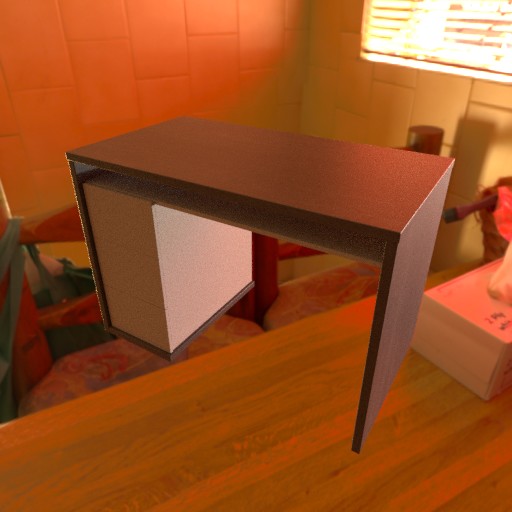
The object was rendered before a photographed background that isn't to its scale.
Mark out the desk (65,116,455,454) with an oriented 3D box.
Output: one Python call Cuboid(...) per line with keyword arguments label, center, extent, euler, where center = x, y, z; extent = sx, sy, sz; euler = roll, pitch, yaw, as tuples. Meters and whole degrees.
Cuboid(label="desk", center=(0.000, 0.000, 1.610), extent=(1.100, 0.750, 0.600), euler=(17, 34, 27))
